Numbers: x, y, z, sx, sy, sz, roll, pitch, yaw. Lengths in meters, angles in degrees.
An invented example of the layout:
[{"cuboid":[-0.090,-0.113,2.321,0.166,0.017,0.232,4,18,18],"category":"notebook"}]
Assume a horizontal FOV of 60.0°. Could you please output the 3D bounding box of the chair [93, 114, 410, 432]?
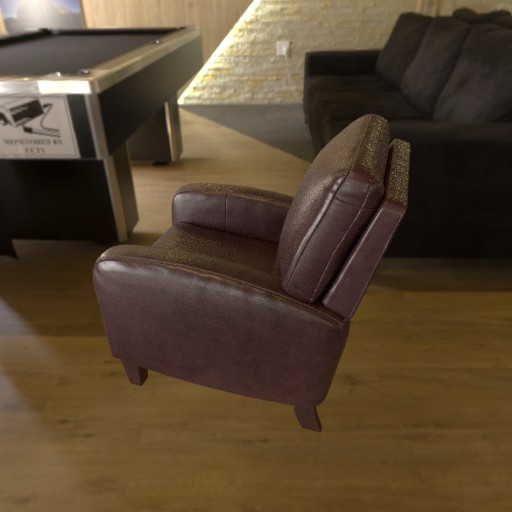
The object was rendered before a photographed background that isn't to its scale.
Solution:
[{"cuboid":[0.000,0.000,1.699,0.990,0.990,0.762,9,32,15],"category":"chair"}]
